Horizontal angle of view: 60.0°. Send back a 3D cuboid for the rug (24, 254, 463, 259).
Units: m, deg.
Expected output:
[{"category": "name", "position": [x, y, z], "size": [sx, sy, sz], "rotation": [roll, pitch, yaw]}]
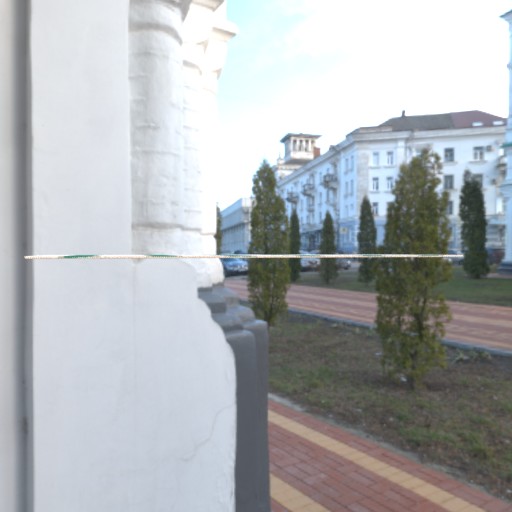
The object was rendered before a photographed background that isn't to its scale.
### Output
[{"category": "rug", "position": [0.000, 0.000, 2.731], "size": [2.438, 0.012, 0.768], "rotation": [0, 1, -17]}]
